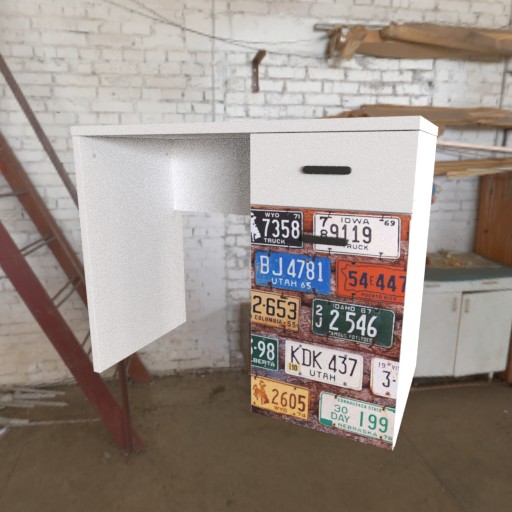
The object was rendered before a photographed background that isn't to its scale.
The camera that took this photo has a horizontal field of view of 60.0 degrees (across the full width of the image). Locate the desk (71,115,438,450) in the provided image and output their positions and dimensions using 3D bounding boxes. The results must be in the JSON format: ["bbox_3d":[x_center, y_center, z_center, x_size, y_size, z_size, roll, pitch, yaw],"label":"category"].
[{"bbox_3d":[0.000,0.000,1.300,0.898,0.730,0.482,6,15,25],"label":"desk"}]
